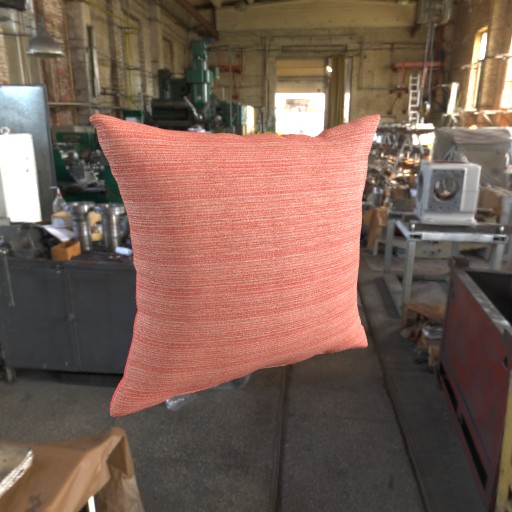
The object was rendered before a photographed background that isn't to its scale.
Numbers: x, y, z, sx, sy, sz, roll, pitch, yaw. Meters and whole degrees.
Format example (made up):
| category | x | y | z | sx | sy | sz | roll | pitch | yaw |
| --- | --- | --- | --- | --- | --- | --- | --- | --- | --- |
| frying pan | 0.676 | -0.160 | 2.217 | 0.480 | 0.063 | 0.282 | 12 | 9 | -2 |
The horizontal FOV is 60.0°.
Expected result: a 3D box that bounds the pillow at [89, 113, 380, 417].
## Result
| category | x | y | z | sx | sy | sz | roll | pitch | yaw |
| --- | --- | --- | --- | --- | --- | --- | --- | --- | --- |
| pillow | 0.000 | 0.000 | 0.811 | 0.559 | 0.501 | 0.229 | -8 | 18 | -26 |
